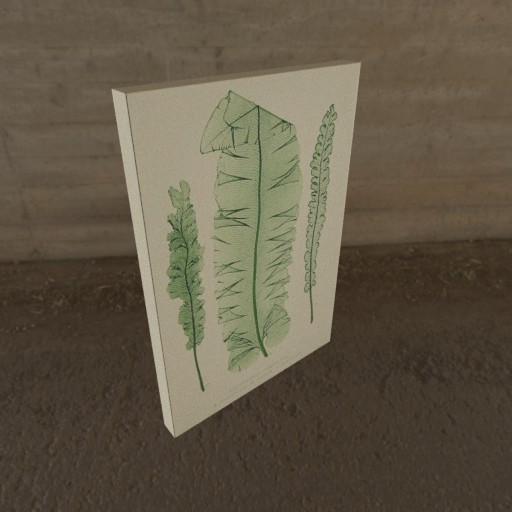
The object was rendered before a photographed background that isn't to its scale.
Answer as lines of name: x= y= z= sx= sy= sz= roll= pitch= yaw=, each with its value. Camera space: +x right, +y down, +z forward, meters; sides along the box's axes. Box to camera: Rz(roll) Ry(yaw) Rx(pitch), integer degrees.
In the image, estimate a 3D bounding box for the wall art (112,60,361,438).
wall art: x=0.000 y=0.000 z=0.790 sx=0.418 sy=0.608 sz=0.038 roll=-23 pitch=38 yaw=-33
